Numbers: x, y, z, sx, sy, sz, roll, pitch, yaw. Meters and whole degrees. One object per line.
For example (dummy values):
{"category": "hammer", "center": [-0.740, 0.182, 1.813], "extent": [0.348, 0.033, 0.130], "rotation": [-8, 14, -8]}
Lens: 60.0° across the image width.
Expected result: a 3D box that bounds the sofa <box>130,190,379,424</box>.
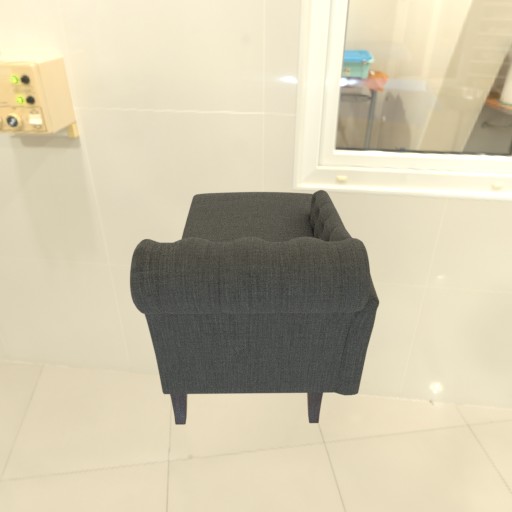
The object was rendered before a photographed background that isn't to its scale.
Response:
{"category": "sofa", "center": [0.000, 0.000, 1.821], "extent": [0.675, 0.787, 1.379], "rotation": [0, 31, -1]}
